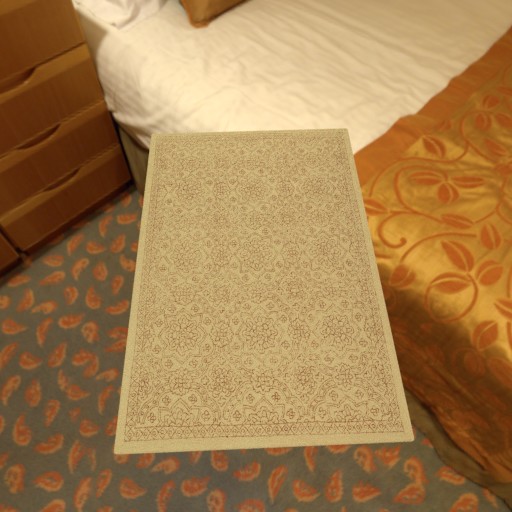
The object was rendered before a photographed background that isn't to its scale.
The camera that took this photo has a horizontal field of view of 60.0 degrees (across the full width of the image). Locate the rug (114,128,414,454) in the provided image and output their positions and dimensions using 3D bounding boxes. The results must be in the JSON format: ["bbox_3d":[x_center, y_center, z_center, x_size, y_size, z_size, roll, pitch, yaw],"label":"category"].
[{"bbox_3d":[0.000,0.000,2.274,1.219,0.010,1.829,-2,58,-1],"label":"rug"}]
